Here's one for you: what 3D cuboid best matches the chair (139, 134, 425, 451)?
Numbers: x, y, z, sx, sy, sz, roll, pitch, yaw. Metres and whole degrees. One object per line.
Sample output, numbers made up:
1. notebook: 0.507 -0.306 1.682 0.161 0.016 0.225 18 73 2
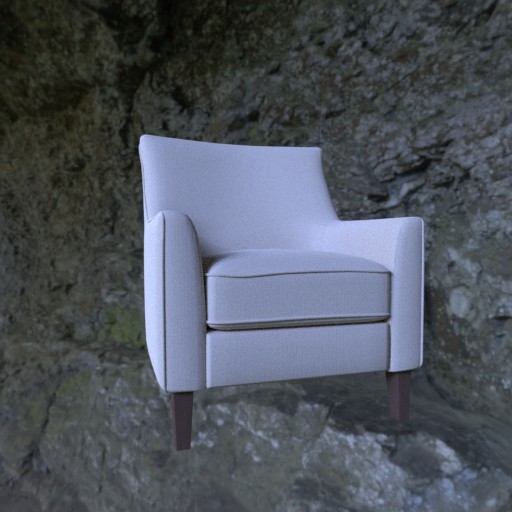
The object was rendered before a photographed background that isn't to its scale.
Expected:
1. chair: 0.000 0.000 1.533 0.756 0.916 0.879 0 1 -17
